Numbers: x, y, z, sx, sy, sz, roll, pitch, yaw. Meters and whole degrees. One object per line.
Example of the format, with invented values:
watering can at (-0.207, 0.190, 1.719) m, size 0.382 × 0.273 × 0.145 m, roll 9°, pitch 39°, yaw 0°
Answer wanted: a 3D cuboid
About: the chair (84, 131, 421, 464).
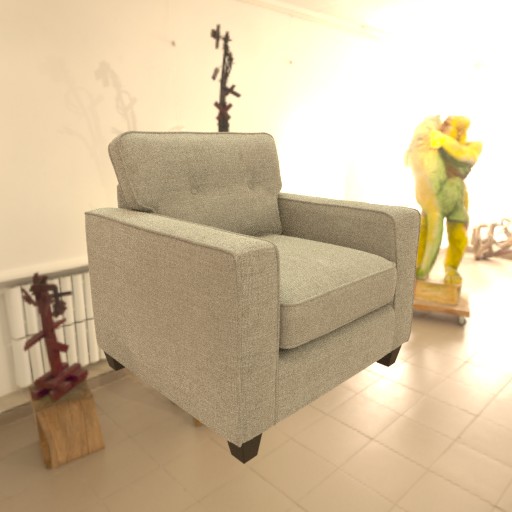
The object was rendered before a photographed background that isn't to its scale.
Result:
chair at (0.000, 0.000, 1.775) m, size 1.015 × 0.965 × 0.939 m, roll -14°, pitch 20°, yaw -42°
